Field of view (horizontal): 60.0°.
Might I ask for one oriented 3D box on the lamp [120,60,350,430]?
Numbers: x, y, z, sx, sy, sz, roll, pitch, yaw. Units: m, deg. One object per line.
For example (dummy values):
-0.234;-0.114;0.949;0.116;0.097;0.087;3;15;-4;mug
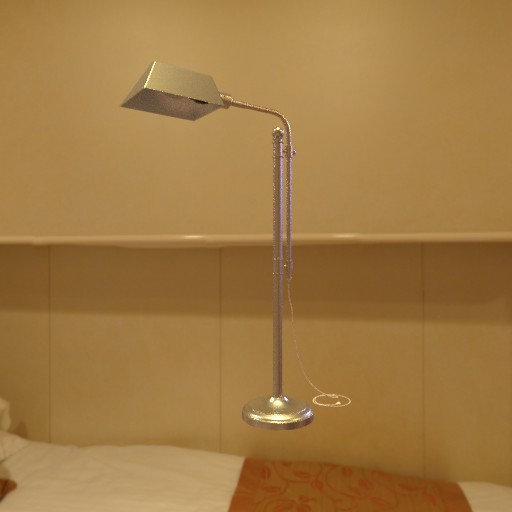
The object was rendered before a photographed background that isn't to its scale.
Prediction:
0.000;0.000;0.941;0.546;0.708;0.159;0;1;-35;lamp
